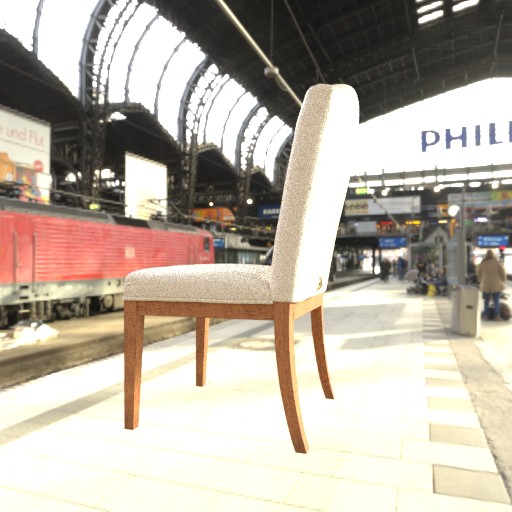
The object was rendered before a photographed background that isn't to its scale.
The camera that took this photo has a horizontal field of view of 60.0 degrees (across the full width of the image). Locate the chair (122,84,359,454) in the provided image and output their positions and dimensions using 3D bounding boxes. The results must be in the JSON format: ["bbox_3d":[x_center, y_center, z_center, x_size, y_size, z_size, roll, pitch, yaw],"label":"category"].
[{"bbox_3d":[0.000,0.000,1.435,0.648,1.012,0.534,0,-1,18],"label":"chair"}]
